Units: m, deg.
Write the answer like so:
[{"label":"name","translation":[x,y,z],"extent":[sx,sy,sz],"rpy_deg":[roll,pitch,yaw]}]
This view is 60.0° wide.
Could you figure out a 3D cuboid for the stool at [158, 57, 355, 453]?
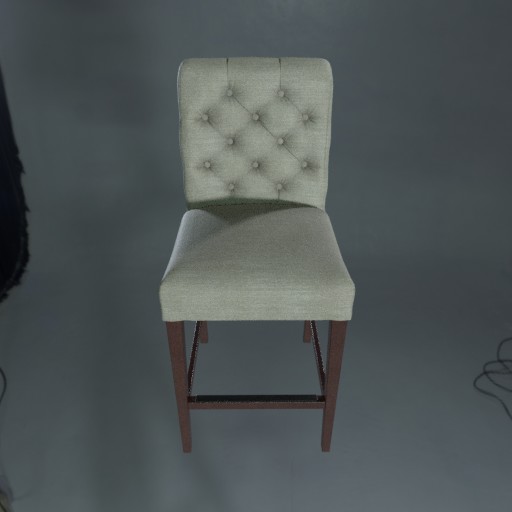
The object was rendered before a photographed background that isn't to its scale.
[{"label":"stool","translation":[0.000,0.000,1.398],"extent":[0.486,1.084,0.660],"rpy_deg":[0,31,0]}]
